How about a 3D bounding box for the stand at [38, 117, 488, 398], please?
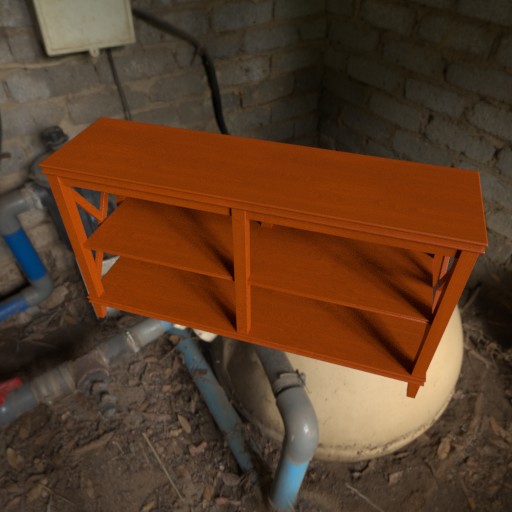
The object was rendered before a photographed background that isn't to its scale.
[{"bbox_3d":[0.000,0.000,1.681,1.372,0.762,0.381,12,43,13],"label":"stand"}]
